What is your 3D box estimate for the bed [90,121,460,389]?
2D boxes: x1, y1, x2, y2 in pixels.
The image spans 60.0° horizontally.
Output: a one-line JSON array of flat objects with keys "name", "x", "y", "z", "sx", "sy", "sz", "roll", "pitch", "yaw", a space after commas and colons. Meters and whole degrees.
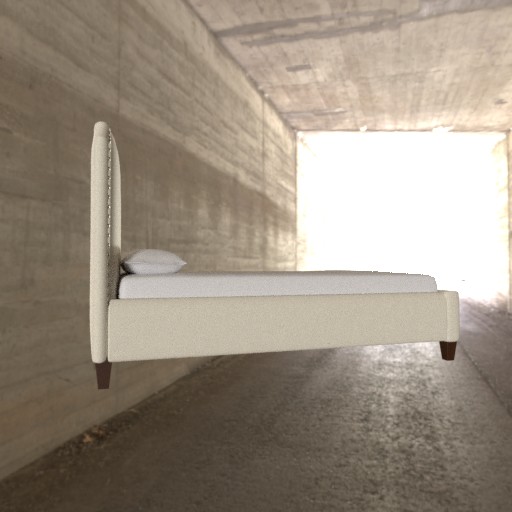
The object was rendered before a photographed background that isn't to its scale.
[{"name": "bed", "x": 0.000, "y": 0.000, "z": 3.443, "sx": 2.372, "sy": 1.443, "sz": 1.712, "roll": 0, "pitch": -1, "yaw": -18}]
